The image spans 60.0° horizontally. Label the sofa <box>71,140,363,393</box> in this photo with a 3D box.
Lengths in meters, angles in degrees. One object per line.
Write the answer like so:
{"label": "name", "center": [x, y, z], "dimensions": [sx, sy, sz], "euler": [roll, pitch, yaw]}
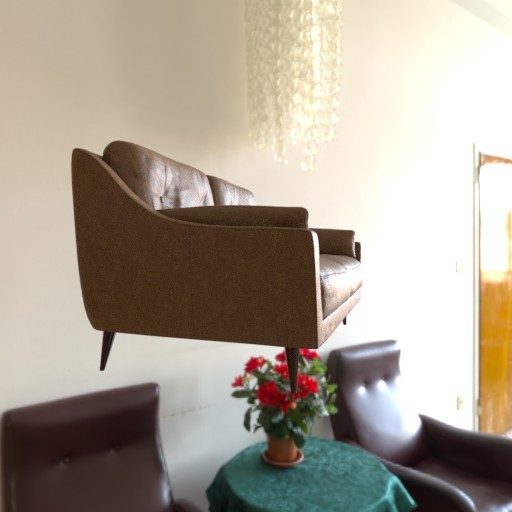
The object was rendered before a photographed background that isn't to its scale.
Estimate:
{"label": "sofa", "center": [0.000, 0.000, 2.242], "dimensions": [0.981, 0.886, 1.731], "euler": [0, 1, 18]}
